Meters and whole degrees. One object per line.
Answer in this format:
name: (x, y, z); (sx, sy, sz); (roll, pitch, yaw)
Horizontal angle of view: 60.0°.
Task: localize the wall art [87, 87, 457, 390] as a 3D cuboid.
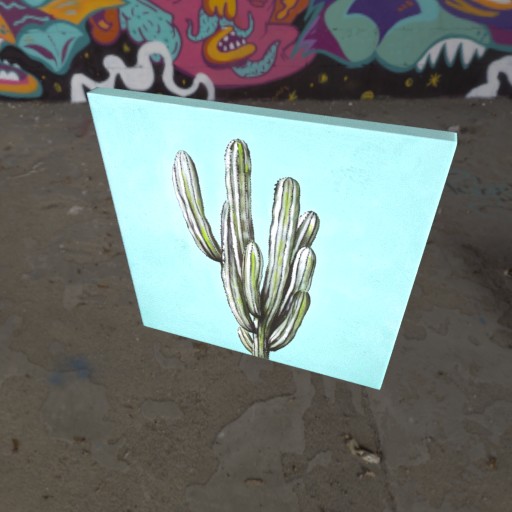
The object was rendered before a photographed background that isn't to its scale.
wall art: (0.000, 0.000, 1.591); (1.071, 1.073, 0.070); (12, 41, 14)
